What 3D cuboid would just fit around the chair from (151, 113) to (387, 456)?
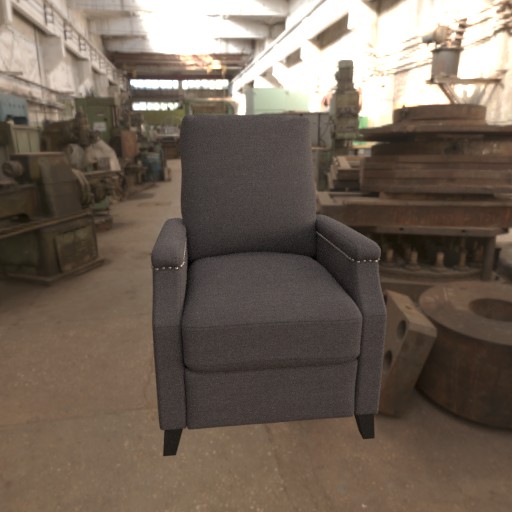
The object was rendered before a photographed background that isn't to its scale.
[{"bbox_3d":[0.000,0.000,1.679,0.710,1.049,0.922,-2,16,-7],"label":"chair"}]
